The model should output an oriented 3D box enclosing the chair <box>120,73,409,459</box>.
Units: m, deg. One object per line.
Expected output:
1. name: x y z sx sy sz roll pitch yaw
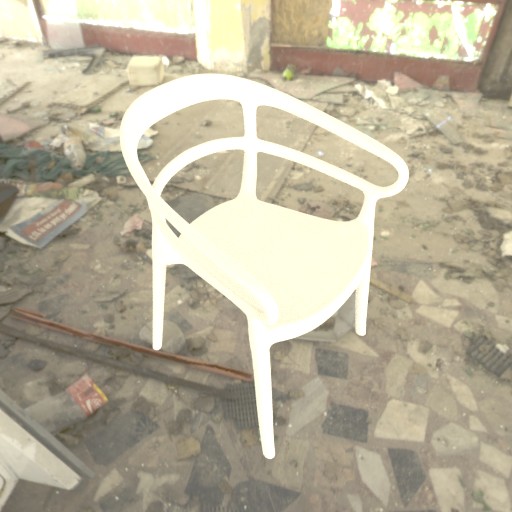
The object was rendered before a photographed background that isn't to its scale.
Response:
1. chair: 0.000 0.000 1.137 0.527 0.761 0.559 28 49 27
